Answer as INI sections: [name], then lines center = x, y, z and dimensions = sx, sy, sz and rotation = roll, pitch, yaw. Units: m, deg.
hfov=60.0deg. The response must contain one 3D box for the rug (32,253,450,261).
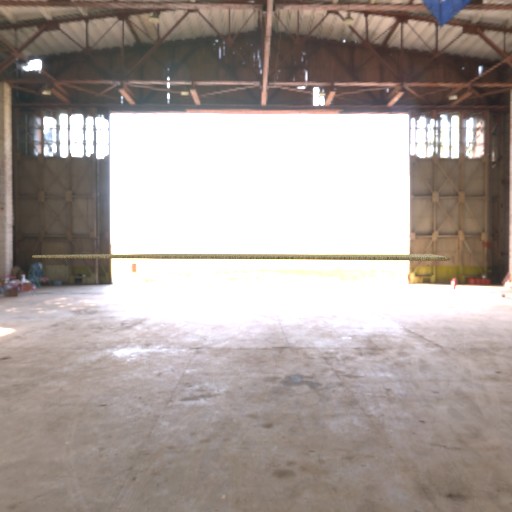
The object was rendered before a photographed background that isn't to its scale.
[rug]
center = 0.000, 0.000, 2.402
dimensions = 1.846, 0.014, 1.243
rotation = 0, 1, 19
